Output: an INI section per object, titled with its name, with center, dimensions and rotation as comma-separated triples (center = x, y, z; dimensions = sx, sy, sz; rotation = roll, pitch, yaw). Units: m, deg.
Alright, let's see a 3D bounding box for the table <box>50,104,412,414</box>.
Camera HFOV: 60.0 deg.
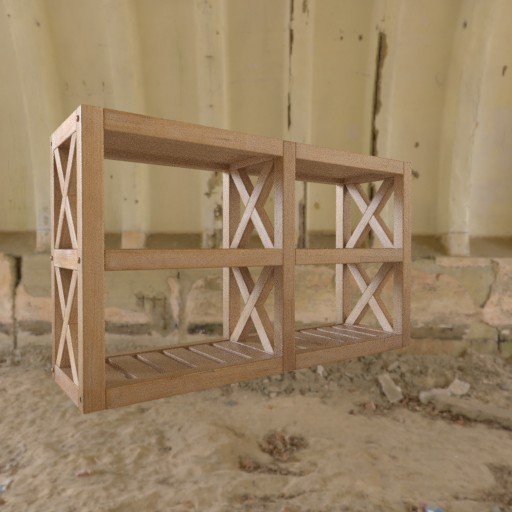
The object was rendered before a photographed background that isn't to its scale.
[table]
center = 0.000, 0.000, 1.615
dimensions = 1.320, 0.762, 0.381
rotation = -1, 1, -35
